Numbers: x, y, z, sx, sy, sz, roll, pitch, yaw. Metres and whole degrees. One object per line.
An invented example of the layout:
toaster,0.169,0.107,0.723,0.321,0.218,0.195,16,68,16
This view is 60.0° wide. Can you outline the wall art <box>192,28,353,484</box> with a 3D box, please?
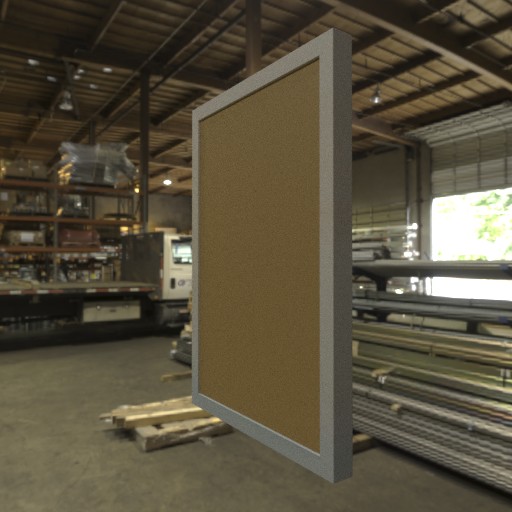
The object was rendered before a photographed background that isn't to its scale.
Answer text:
wall art,0.000,0.000,0.770,0.038,0.611,0.408,0,-1,-35
